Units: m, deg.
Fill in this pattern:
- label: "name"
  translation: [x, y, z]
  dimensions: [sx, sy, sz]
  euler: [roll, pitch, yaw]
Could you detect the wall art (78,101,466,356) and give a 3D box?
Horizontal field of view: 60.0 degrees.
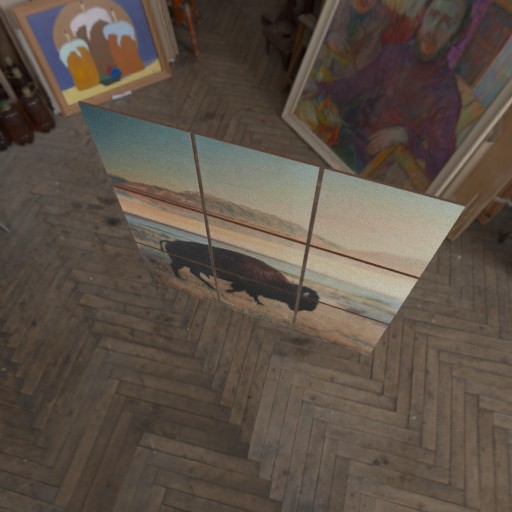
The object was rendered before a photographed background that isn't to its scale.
- label: "wall art"
  translation: [0.000, 0.000, 2.311]
  dimensions: [1.533, 1.532, 0.019]
  euler: [17, 60, 11]
